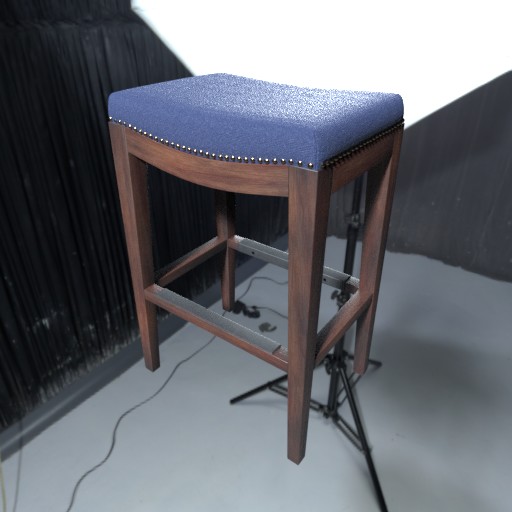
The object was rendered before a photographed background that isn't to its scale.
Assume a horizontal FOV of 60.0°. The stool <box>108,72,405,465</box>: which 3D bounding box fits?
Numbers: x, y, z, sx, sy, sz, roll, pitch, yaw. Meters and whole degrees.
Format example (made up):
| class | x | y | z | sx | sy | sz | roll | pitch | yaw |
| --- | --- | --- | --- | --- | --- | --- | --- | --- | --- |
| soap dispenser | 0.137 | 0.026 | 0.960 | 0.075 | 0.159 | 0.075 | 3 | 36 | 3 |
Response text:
| class | x | y | z | sx | sy | sz | roll | pitch | yaw |
| --- | --- | --- | --- | --- | --- | --- | --- | --- | --- |
| stool | 0.000 | 0.000 | 1.040 | 0.498 | 0.740 | 0.358 | 21 | 36 | 31 |
